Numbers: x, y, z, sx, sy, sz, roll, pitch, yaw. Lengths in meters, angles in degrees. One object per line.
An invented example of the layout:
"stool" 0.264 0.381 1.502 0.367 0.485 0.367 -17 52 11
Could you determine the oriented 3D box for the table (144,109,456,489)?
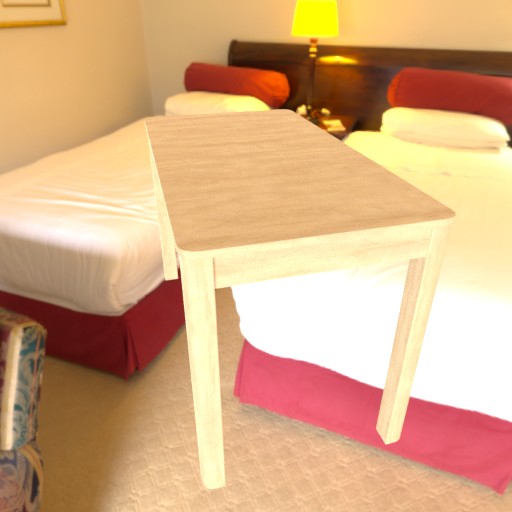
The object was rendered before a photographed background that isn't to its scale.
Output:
"table" 0.000 0.000 1.891 0.750 0.900 1.400 -8 31 -13
